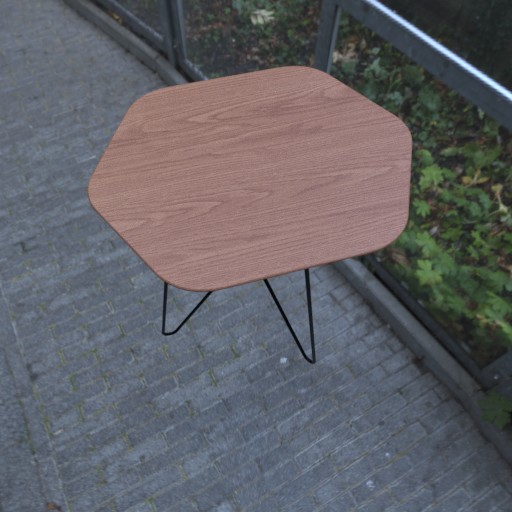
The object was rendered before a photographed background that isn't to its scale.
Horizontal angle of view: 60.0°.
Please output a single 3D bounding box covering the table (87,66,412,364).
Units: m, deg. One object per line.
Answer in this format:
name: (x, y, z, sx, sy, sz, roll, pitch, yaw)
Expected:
table: (0.000, 0.000, 0.906, 0.500, 0.562, 0.400, -13, 60, -8)
